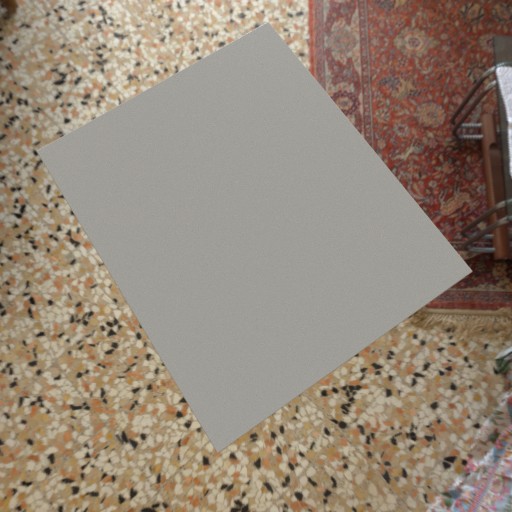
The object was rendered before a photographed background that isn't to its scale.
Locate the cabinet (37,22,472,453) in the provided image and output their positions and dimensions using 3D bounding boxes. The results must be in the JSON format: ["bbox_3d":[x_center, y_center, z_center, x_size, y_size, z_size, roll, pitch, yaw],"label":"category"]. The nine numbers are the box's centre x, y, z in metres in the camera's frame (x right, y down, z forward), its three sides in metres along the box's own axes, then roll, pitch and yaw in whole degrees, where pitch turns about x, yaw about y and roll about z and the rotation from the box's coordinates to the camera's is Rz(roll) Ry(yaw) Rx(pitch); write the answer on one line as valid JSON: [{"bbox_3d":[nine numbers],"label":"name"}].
[{"bbox_3d":[0.000,0.000,0.736,0.360,0.470,0.400,-33,77,-8],"label":"cabinet"}]
